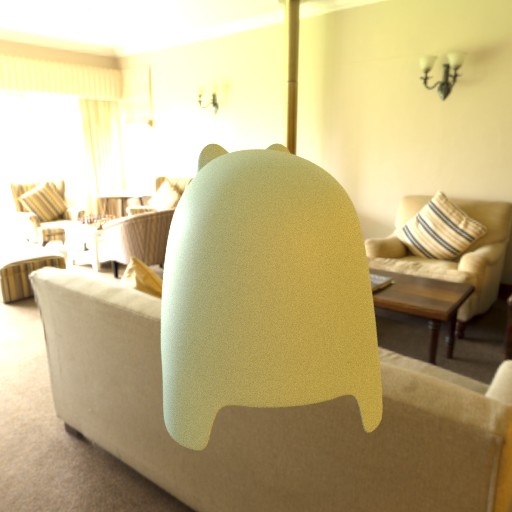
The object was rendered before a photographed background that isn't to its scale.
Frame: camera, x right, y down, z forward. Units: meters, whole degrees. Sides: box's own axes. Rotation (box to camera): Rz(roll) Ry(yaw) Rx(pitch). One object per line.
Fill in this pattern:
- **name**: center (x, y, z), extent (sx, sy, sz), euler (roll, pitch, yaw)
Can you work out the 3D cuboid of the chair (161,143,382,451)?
- **chair**: center (0.000, 0.000, 0.856), extent (0.364, 0.423, 0.619), euler (-2, 14, -9)
